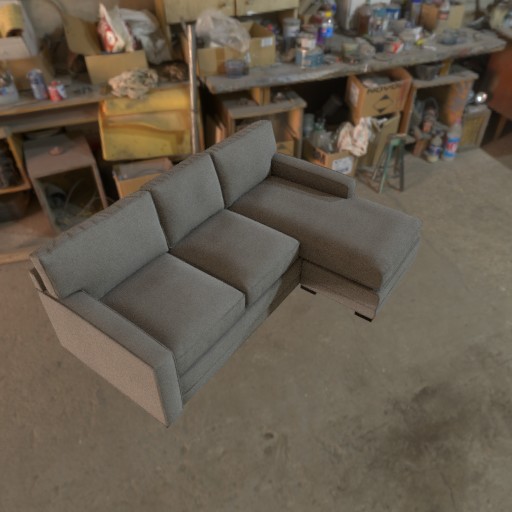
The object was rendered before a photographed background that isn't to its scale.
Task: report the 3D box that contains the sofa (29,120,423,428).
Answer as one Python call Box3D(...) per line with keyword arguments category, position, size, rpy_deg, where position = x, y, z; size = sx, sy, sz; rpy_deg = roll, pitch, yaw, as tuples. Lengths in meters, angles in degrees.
Box3D(category="sofa", position=(0.000, 0.000, 2.814), size=(1.496, 0.861, 2.087), rpy_deg=(25, 47, 26))
